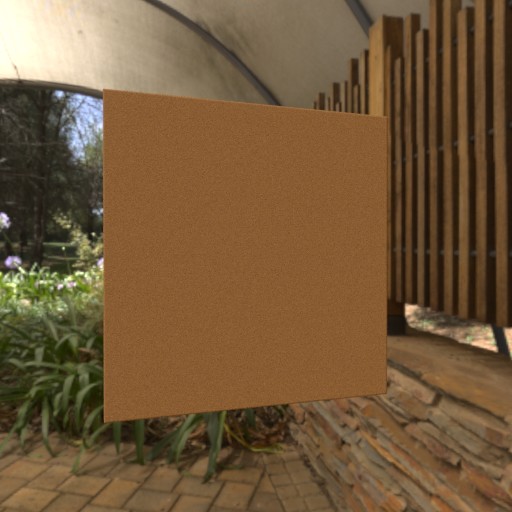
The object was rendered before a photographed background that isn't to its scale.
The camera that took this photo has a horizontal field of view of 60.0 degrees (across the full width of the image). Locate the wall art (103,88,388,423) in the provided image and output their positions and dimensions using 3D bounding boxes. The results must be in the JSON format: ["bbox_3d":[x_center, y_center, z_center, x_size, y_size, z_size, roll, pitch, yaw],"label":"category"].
[{"bbox_3d":[0.000,0.000,0.853,0.554,0.572,0.037,0,1,-16],"label":"wall art"}]
